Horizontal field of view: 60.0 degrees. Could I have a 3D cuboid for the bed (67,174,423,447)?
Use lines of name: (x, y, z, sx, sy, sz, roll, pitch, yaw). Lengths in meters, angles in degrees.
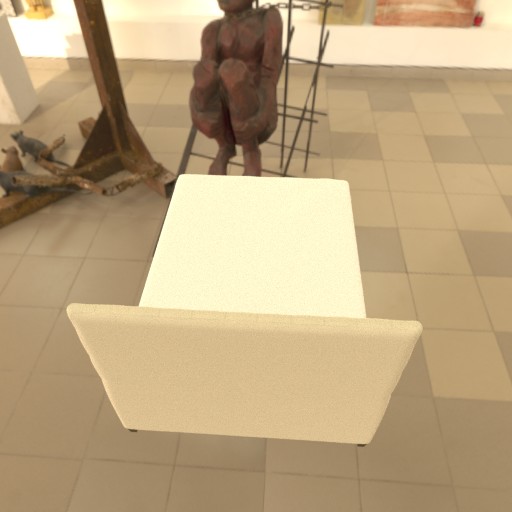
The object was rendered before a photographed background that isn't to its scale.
bed: (0.000, 0.000, 3.325, 1.696, 1.426, 2.233, 3, 46, 3)
